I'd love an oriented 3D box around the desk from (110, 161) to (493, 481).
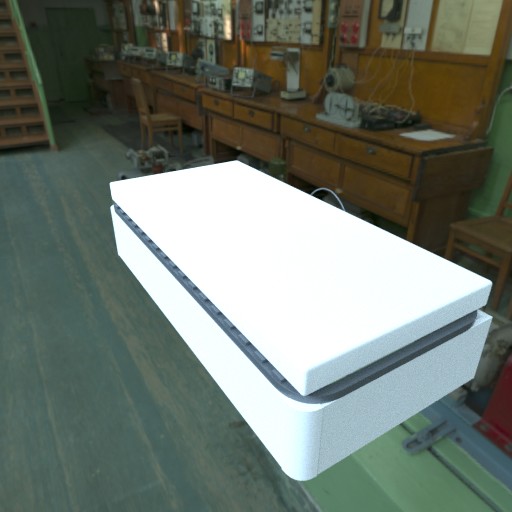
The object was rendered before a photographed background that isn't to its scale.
[{"bbox_3d":[0.000,0.000,2.175,0.900,0.526,1.900,-17,32,-28],"label":"desk"}]
